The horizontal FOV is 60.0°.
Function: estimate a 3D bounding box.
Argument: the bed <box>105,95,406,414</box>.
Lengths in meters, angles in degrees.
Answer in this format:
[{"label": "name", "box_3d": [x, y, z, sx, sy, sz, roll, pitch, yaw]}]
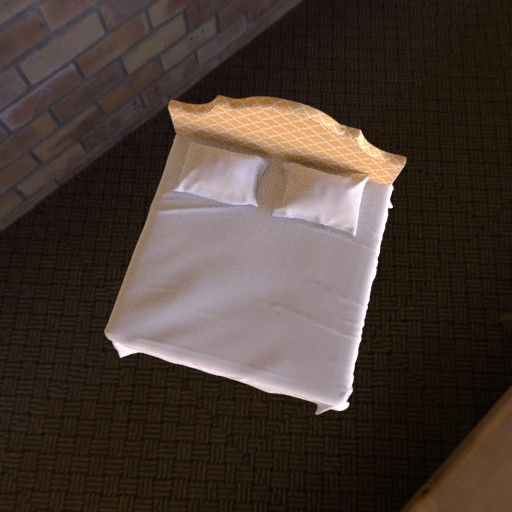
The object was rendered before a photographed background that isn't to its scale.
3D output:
[{"label": "bed", "box_3d": [0.000, 0.000, 3.718, 2.314, 1.601, 2.222, 15, 75, 4]}]
